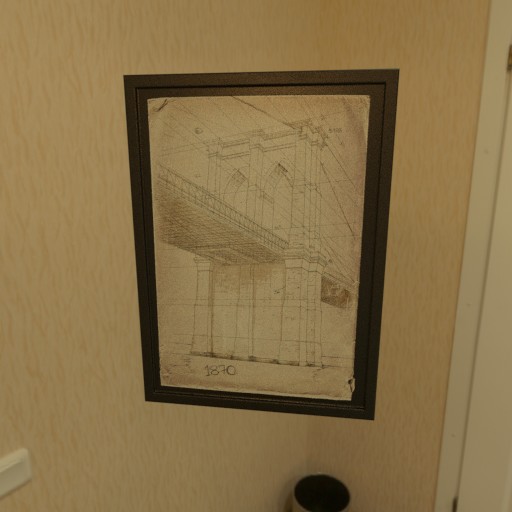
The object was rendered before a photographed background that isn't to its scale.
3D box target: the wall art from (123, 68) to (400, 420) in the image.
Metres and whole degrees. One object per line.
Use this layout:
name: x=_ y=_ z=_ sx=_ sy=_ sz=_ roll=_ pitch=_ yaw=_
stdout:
wall art: x=0.000 y=0.000 z=0.849 sx=0.480 sy=0.657 sz=0.016 roll=2 pitch=14 yaw=8
